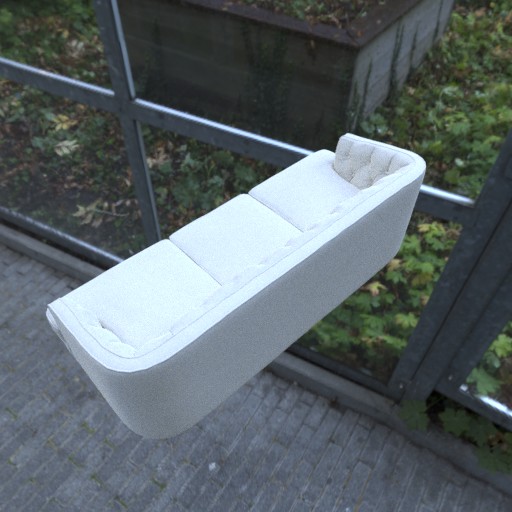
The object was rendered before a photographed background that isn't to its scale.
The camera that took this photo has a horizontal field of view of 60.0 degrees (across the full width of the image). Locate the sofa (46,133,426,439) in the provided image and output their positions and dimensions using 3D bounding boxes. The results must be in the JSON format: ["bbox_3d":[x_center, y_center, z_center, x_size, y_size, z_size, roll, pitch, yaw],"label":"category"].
[{"bbox_3d":[0.000,0.000,2.687,2.278,0.855,0.941,-34,55,-28],"label":"sofa"}]
